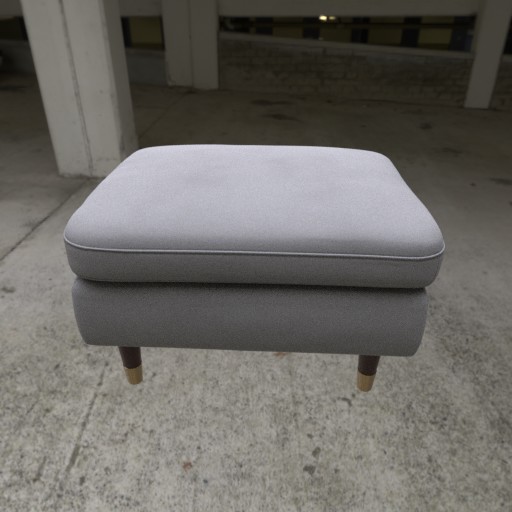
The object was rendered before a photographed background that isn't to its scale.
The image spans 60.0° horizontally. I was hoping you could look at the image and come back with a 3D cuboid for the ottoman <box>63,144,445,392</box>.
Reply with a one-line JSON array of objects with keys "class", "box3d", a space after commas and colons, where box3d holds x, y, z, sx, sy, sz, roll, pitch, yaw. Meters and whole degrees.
[{"class": "ottoman", "box3d": [0.000, 0.000, 1.122, 0.747, 0.478, 0.593, 1, 29, 2]}]
